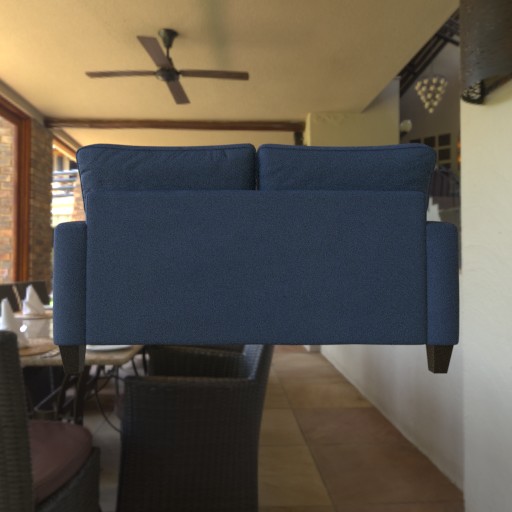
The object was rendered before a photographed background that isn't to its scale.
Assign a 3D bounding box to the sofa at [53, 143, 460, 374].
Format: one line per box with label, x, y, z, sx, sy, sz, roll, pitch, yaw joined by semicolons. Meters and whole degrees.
sofa;0.000;0.000;2.228;1.651;0.965;0.965;0;-1;0
